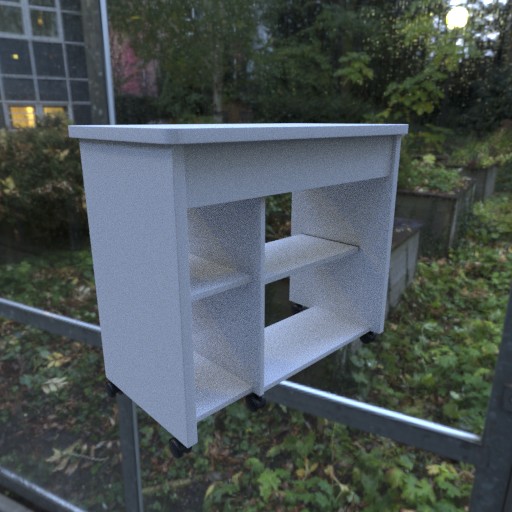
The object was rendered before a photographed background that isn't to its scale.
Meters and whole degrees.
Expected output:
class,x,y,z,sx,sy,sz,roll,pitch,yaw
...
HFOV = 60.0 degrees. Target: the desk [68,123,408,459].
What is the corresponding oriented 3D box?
class,x,y,z,sx,sy,sz,roll,pitch,yaw
desk,0.000,0.000,1.345,0.877,0.763,0.475,-16,23,-41
